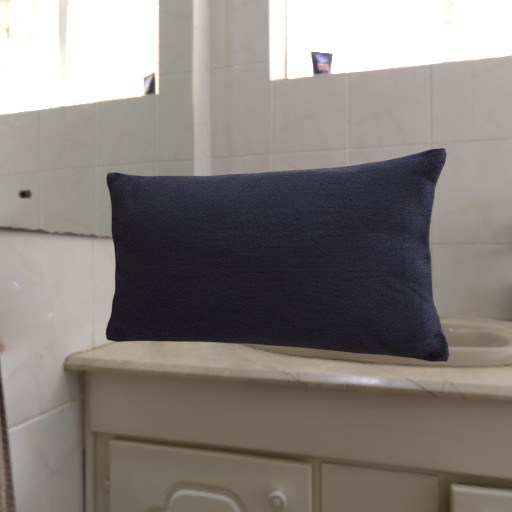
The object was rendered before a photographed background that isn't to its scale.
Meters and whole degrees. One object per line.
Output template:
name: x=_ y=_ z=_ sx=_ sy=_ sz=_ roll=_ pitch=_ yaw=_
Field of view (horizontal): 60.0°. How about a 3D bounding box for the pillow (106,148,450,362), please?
pillow: x=0.000 y=0.000 z=0.786 sx=0.633 sy=0.338 sz=0.210 roll=0 pitch=-1 yaw=18
